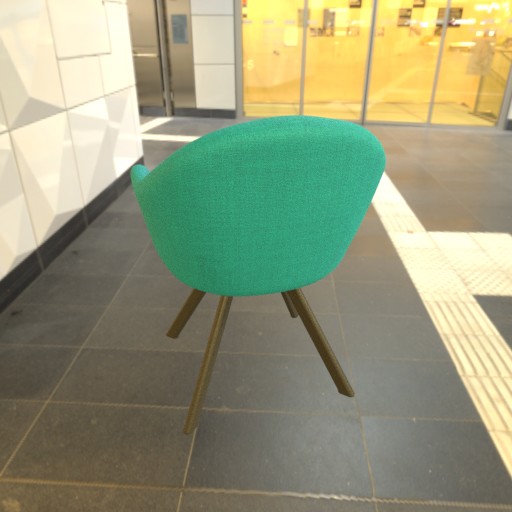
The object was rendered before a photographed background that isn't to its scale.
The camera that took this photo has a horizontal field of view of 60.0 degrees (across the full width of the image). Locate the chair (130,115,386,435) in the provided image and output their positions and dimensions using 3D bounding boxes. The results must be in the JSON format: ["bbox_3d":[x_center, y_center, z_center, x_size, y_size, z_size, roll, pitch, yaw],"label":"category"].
[{"bbox_3d":[0.000,0.000,1.186,0.590,0.795,0.550,-8,28,-14],"label":"chair"}]
